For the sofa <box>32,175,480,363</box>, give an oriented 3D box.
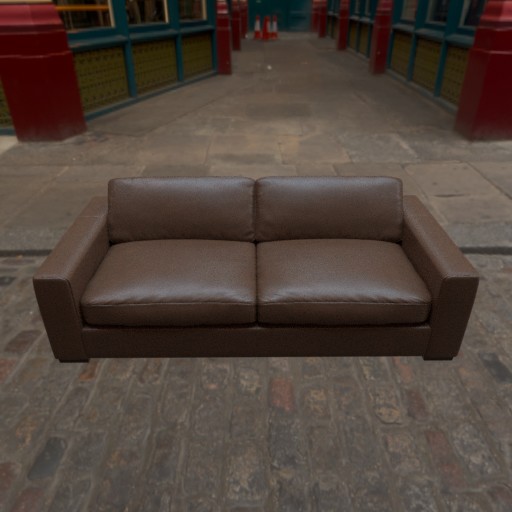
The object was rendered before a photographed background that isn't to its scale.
[{"bbox_3d":[0.000,0.000,2.724,2.262,0.801,1.070,0,31,0],"label":"sofa"}]
